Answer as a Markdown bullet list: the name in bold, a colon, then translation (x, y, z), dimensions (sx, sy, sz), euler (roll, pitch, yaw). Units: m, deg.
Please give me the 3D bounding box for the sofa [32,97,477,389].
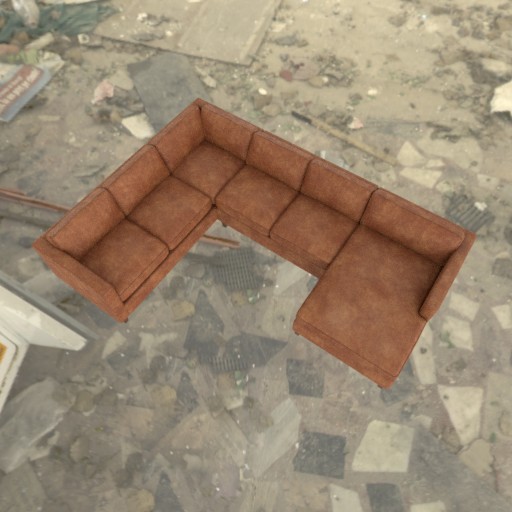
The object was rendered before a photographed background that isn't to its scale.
- **sofa**: translation (0.000, 0.000, 4.329), dimensions (3.324, 0.888, 2.452), euler (31, 64, 17)
